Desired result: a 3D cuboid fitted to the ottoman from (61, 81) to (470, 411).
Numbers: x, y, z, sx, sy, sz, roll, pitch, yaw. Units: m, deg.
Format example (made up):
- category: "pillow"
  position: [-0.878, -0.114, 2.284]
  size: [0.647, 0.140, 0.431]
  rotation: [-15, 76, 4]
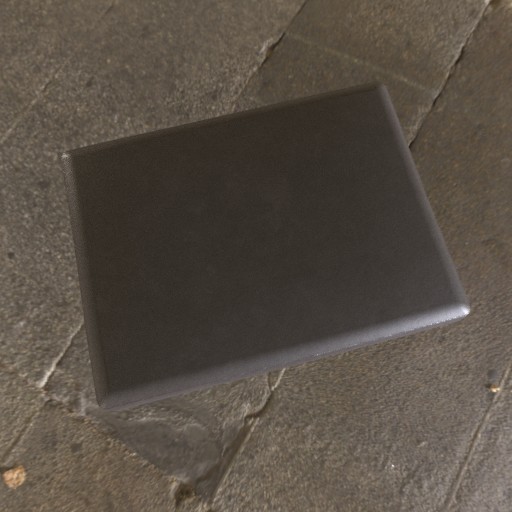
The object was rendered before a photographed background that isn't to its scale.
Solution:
- category: "ottoman"
  position: [0.000, 0.000, 1.168]
  size: [0.795, 0.498, 0.590]
  rotation: [-14, 75, -4]
